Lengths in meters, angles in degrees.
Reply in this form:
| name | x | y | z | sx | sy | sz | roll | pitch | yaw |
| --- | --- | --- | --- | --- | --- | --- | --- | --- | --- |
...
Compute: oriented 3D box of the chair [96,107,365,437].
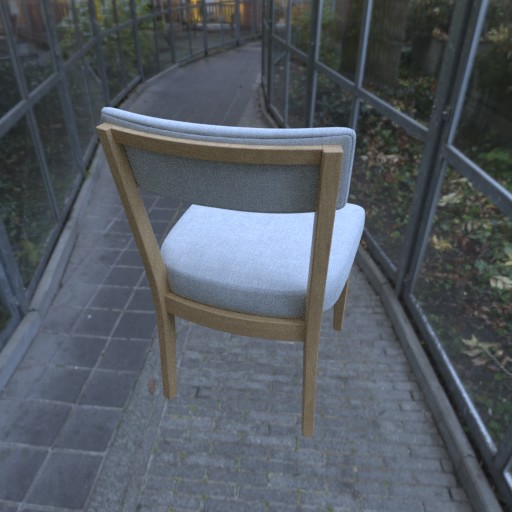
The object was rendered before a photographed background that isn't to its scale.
| name | x | y | z | sx | sy | sz | roll | pitch | yaw |
| --- | --- | --- | --- | --- | --- | --- | --- | --- | --- |
| chair | 0.000 | 0.000 | 1.173 | 0.508 | 0.832 | 0.572 | 10 | 33 | 15 |
